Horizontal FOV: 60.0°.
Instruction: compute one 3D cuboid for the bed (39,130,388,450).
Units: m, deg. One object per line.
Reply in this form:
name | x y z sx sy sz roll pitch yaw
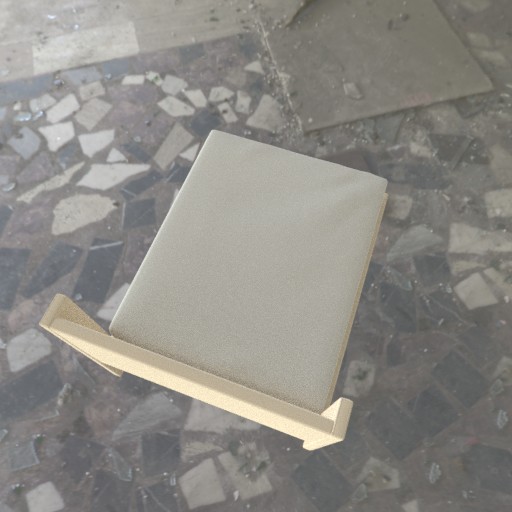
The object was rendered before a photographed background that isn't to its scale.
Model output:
bed | 0.000 0.000 3.460 1.765 1.471 2.280 18 66 8
